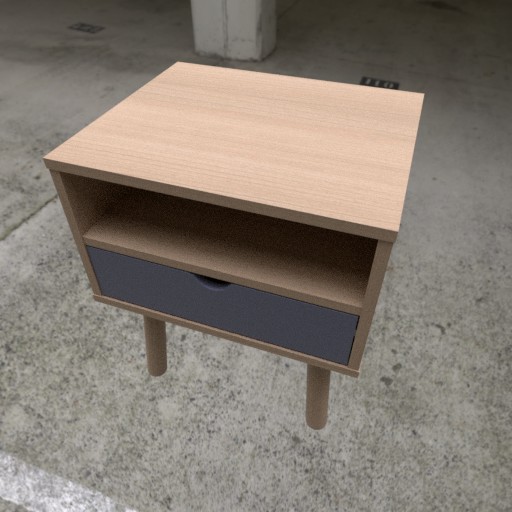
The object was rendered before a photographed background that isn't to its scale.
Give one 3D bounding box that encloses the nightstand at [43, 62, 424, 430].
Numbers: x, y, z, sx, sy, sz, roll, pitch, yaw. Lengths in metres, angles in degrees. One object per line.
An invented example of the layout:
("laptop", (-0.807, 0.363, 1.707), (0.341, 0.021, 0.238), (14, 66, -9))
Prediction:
("nightstand", (0.000, 0.000, 0.827), (0.450, 0.530, 0.380), (13, 44, 14))
